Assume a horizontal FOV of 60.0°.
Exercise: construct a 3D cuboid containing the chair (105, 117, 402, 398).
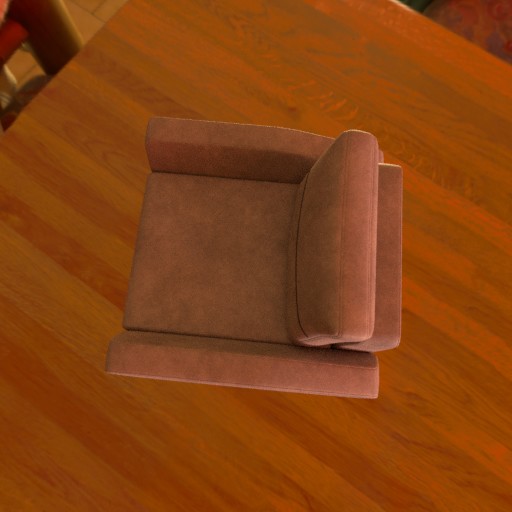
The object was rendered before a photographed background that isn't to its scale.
[{"bbox_3d":[0.000,0.000,1.580,0.900,0.800,0.900,5,75,1],"label":"chair"}]
